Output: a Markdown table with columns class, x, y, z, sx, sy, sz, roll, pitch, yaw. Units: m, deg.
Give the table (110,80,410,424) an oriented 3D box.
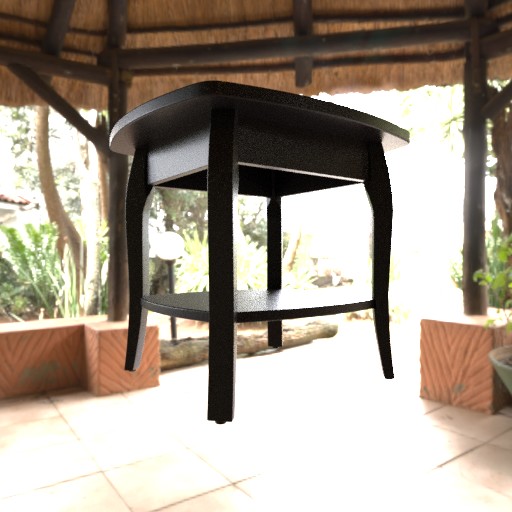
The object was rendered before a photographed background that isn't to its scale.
| class | x | y | z | sx | sy | sz | roll | pitch | yaw |
| --- | --- | --- | --- | --- | --- | --- | --- | --- | --- |
| table | 0.000 | 0.000 | 0.854 | 0.508 | 0.457 | 0.457 | 0 | 0 | -36 |
